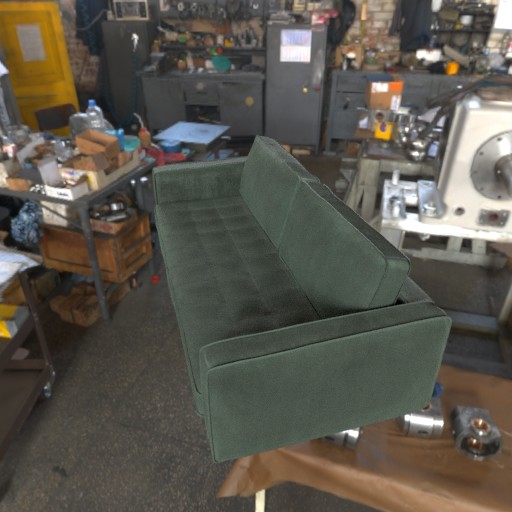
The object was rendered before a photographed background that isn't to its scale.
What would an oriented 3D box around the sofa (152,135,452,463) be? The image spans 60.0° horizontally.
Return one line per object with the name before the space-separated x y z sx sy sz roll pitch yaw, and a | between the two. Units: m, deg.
sofa | 0.000 0.000 2.218 0.886 0.781 1.816 -9 32 -14
